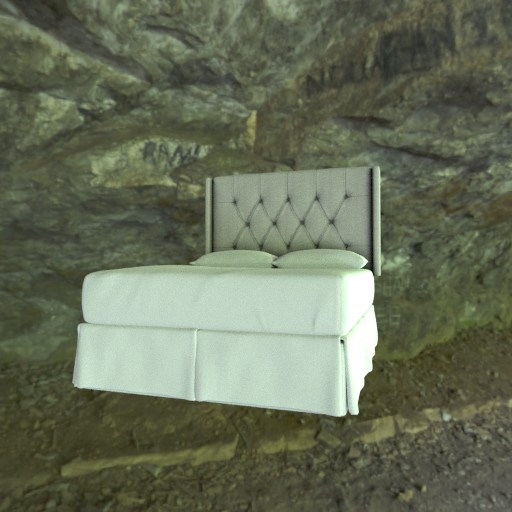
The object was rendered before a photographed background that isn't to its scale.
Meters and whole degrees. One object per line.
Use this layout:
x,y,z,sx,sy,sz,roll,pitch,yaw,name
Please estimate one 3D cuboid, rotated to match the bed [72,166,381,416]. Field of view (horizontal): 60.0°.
0.000,0.000,3.368,1.719,1.665,2.066,0,-1,19,bed
